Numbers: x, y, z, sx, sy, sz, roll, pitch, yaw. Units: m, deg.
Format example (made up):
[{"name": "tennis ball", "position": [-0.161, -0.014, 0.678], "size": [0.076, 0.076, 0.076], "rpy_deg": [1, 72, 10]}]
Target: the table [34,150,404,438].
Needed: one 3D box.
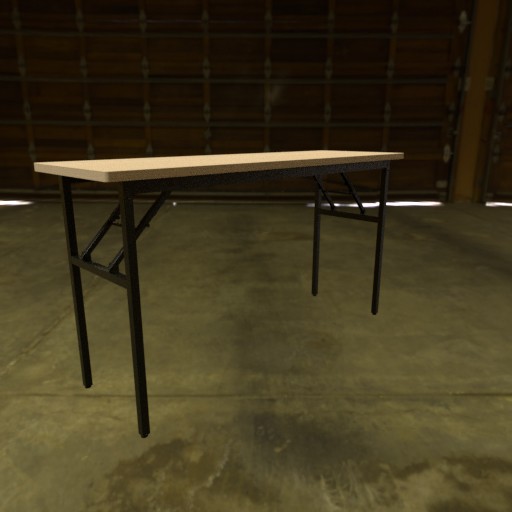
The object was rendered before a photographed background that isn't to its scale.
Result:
[{"name": "table", "position": [0.000, 0.000, 1.717], "size": [0.447, 0.750, 1.397], "rpy_deg": [15, 21, 43]}]
